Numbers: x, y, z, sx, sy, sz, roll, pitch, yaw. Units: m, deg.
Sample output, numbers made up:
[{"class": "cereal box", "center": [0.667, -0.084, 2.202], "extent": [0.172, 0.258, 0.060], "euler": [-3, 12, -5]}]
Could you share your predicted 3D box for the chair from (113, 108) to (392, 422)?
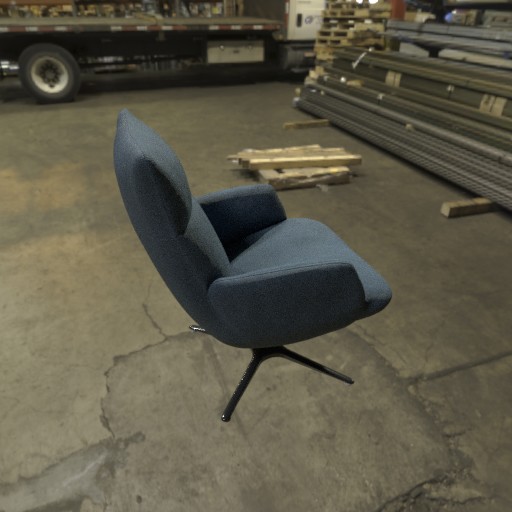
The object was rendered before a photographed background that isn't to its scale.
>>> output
[{"class": "chair", "center": [0.000, 0.000, 1.641], "extent": [0.889, 1.016, 0.711], "euler": [-11, 33, -17]}]
